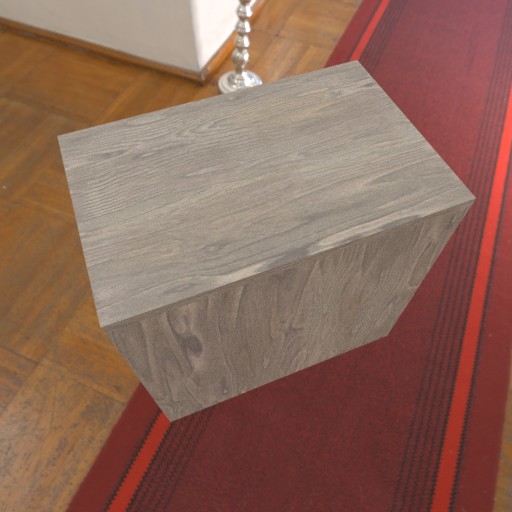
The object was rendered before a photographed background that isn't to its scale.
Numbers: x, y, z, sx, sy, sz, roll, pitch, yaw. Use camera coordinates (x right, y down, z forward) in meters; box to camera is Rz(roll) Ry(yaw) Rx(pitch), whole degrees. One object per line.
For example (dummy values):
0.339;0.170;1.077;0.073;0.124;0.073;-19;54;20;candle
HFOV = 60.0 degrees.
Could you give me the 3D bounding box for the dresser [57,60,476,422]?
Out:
0.000;0.000;1.326;0.809;0.762;0.529;-19;59;-11;dresser
